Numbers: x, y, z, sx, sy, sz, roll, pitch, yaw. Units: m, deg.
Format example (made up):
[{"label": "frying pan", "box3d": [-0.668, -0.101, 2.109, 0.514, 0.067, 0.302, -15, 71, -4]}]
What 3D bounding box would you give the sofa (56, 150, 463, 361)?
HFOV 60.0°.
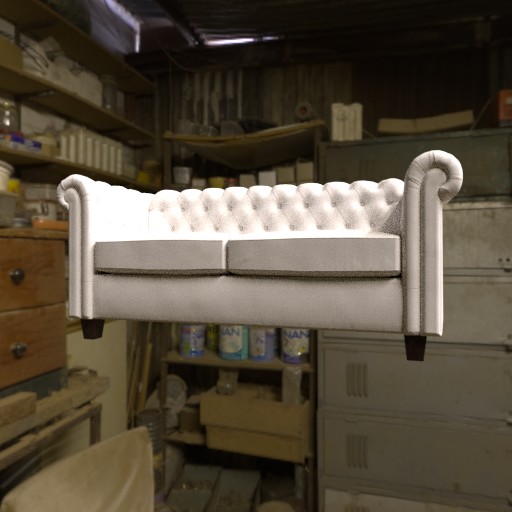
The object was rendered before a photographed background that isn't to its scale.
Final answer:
[{"label": "sofa", "box3d": [0.000, 0.000, 2.212, 1.798, 0.796, 0.771, 0, 0, 17]}]
